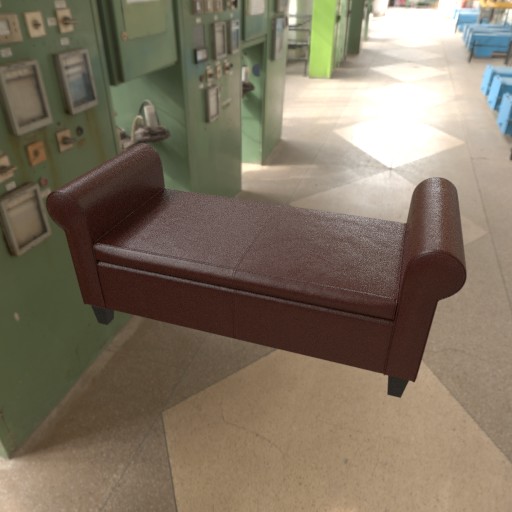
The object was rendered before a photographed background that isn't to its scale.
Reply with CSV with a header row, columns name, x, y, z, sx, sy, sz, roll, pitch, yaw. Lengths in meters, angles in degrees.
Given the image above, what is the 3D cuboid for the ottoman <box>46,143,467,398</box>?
name,x,y,z,sx,sy,sz,roll,pitch,yaw
ottoman,0.000,0.000,1.564,1.256,0.547,0.521,10,33,16
